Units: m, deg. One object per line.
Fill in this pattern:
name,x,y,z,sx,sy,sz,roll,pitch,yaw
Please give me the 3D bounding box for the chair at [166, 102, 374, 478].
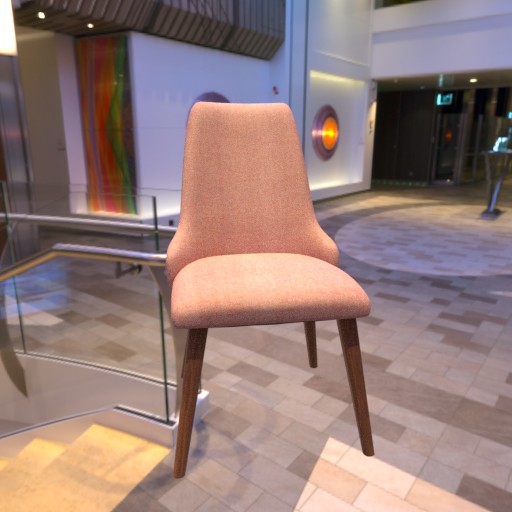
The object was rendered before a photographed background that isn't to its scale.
chair,0.000,0.000,1.333,0.535,0.918,0.707,-2,15,-8
